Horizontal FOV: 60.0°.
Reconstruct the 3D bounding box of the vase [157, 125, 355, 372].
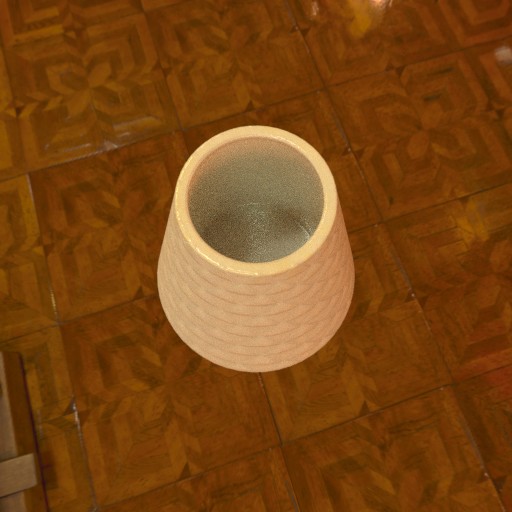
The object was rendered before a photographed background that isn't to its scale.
[{"bbox_3d":[0.000,0.000,0.348,0.175,0.230,0.175,0,74,0],"label":"vase"}]
